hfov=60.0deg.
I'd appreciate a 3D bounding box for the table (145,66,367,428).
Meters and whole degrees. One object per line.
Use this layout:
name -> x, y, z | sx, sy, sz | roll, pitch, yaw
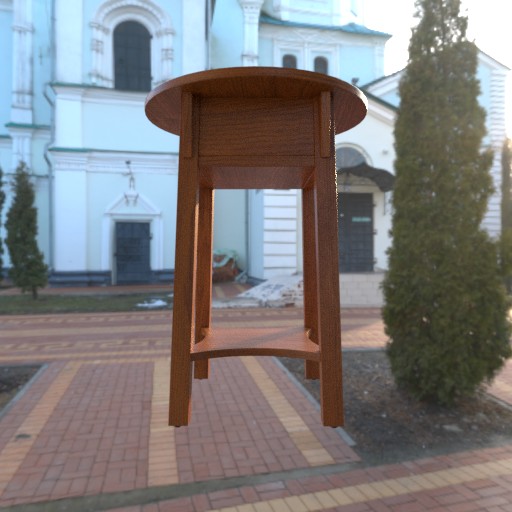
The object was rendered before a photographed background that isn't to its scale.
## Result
table -> 0.000, 0.000, 0.938 | 0.457, 0.610, 0.457 | 0, 0, 0
